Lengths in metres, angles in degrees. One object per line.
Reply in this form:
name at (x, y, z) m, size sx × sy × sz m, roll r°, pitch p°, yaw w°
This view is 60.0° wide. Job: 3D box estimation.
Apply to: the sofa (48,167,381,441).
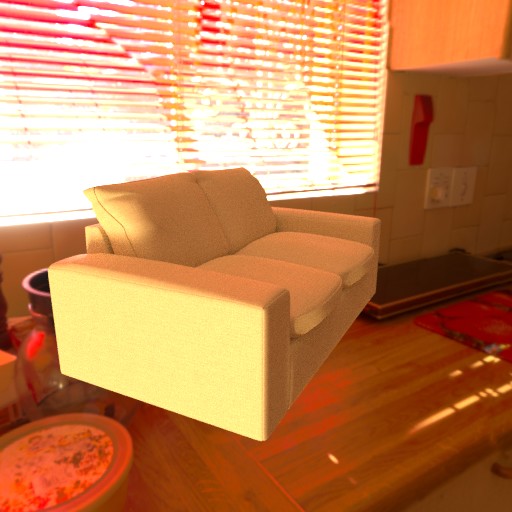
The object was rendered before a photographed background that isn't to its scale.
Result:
sofa at (0.000, 0.000, 2.406) m, size 1.091 × 0.875 × 1.754 m, roll 8°, pitch 17°, yaw 26°
